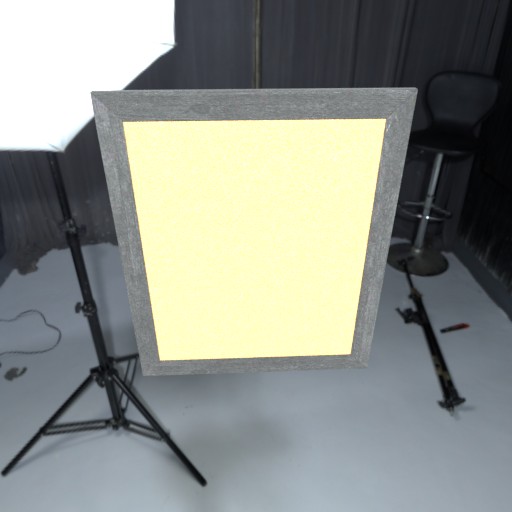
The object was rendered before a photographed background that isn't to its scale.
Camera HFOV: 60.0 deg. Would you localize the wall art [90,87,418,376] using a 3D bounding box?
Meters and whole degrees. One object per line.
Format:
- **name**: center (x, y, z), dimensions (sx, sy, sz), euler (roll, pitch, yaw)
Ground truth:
- **wall art**: center (0.000, 0.000, 0.797), dimensions (0.476, 0.570, 0.013), euler (-1, 32, -2)
